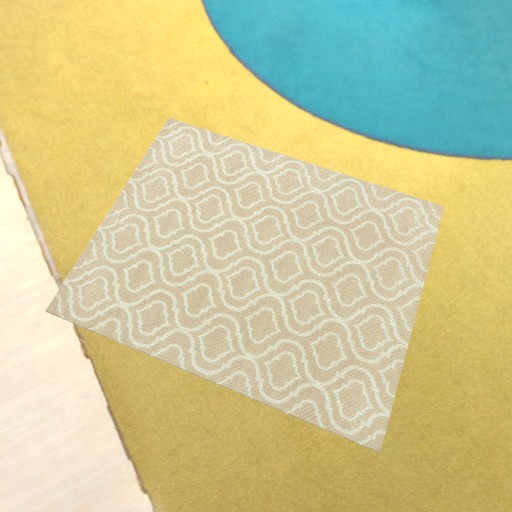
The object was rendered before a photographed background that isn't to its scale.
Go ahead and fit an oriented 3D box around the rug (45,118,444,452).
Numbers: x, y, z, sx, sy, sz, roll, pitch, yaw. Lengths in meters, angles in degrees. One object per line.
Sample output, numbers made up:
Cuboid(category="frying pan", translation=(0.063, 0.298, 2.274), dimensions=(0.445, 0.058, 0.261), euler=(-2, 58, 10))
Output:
Cuboid(category="rug", translation=(0.000, 0.000, 3.945), dimensions=(2.894, 0.013, 2.286), euler=(20, 66, 9))
